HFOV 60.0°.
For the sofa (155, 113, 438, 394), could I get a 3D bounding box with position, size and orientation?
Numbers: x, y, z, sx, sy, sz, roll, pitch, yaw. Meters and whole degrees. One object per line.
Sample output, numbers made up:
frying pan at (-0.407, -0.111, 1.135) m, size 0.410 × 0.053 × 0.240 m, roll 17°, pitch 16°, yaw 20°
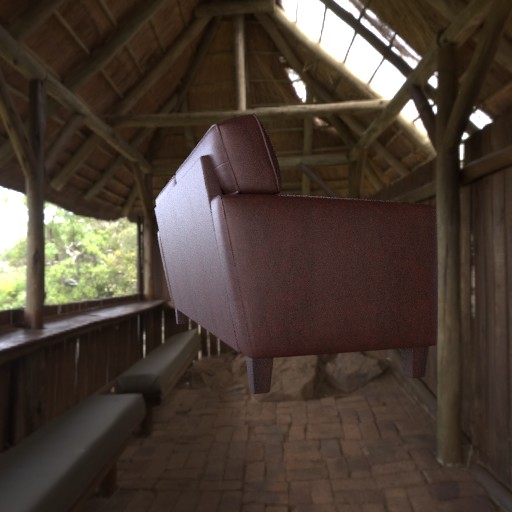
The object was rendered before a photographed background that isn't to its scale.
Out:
sofa at (0.000, 0.000, 2.369) m, size 0.912 × 0.928 × 1.876 m, roll 0°, pitch -1°, yaw -18°
